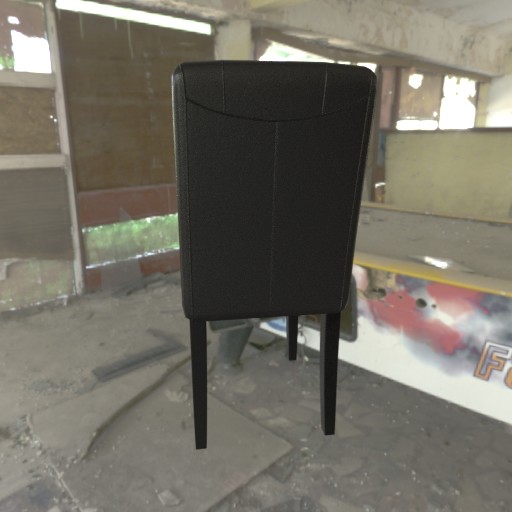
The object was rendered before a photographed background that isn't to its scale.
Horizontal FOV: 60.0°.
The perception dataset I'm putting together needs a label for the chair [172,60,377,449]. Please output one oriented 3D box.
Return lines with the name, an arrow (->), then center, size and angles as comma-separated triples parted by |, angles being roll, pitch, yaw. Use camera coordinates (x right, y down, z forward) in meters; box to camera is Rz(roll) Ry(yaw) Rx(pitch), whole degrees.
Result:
chair -> 0.000, 0.000, 1.194 | 0.399, 0.897, 0.556 | -2, 15, -9
